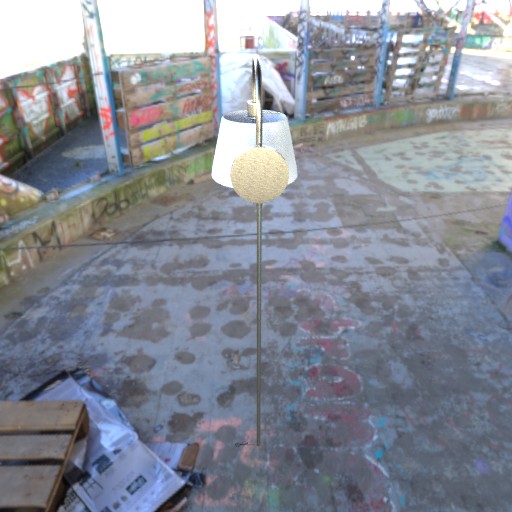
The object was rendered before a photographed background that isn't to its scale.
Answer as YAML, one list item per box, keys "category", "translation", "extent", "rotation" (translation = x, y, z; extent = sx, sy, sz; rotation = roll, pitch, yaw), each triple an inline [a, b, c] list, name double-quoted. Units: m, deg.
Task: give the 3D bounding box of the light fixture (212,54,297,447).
- category: "light fixture"
  translation: [0.000, 0.000, 0.480]
  extent: [0.092, 0.399, 0.176]
  rotation: [-1, 30, -2]
